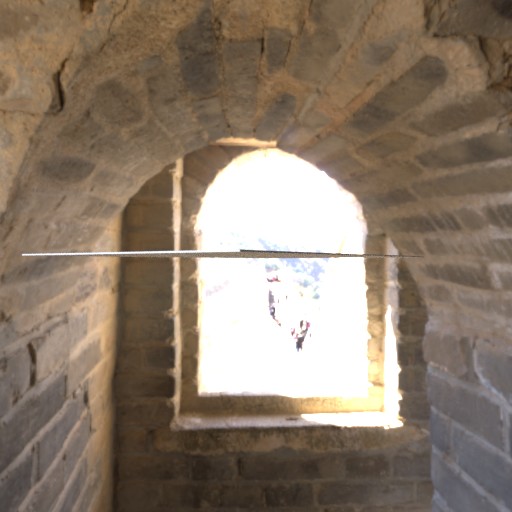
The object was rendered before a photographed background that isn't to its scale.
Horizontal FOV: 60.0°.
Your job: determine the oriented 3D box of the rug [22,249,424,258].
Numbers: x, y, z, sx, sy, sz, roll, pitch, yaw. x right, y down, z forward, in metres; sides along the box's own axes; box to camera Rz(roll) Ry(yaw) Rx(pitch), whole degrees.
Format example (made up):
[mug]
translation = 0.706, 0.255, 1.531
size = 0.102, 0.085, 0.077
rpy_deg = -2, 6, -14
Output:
[rug]
translation = 0.000, 0.000, 2.905
size = 1.522, 0.008, 2.284
rpy_deg = -1, -1, 36
